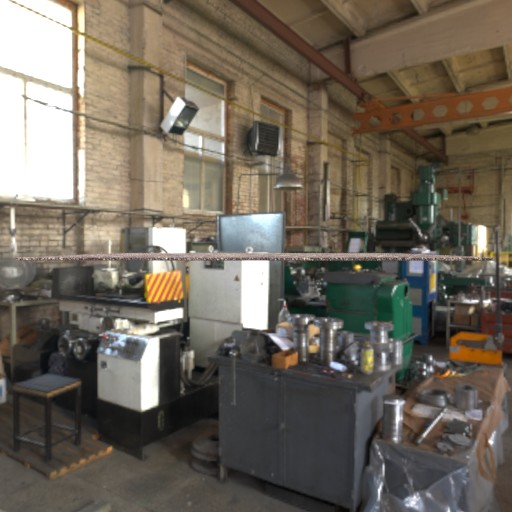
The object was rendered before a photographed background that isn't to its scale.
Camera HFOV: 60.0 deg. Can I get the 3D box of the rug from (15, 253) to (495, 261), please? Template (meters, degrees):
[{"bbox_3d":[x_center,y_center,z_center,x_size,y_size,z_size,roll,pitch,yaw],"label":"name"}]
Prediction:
[{"bbox_3d":[0.000,0.000,2.260,1.814,0.012,1.186,0,1,1],"label":"rug"}]
